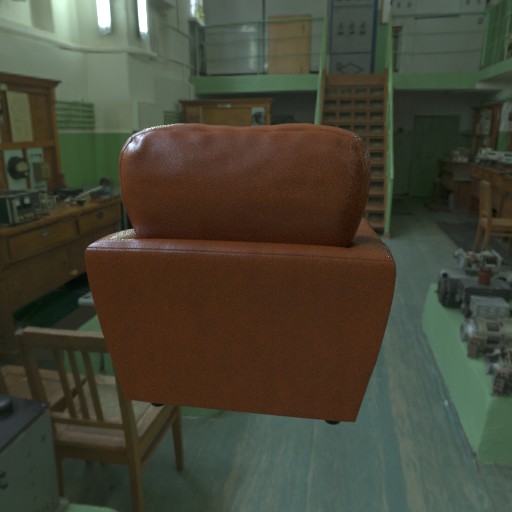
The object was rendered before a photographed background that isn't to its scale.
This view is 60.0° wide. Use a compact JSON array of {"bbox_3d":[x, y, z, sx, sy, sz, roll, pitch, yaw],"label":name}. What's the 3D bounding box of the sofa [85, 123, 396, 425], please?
[{"bbox_3d":[0.000,0.000,1.530,0.836,0.876,0.789,3,17,9],"label":"sofa"}]
